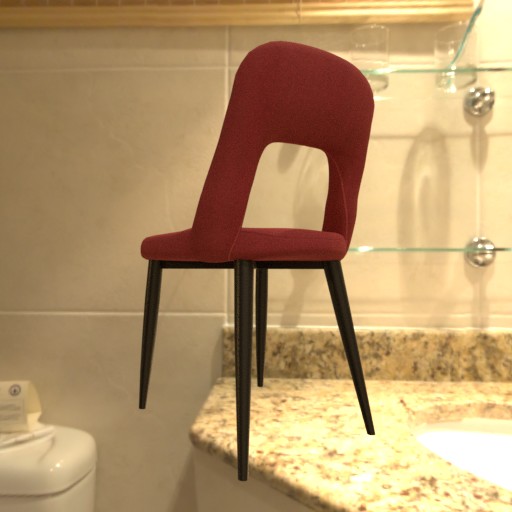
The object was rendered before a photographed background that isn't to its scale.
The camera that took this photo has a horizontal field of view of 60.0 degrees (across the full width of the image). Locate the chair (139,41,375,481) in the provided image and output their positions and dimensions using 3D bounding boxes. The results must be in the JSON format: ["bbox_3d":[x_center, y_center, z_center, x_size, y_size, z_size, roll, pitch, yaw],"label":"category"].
[{"bbox_3d":[0.000,0.000,1.178,0.483,0.892,0.569,1,-1,-34],"label":"chair"}]
